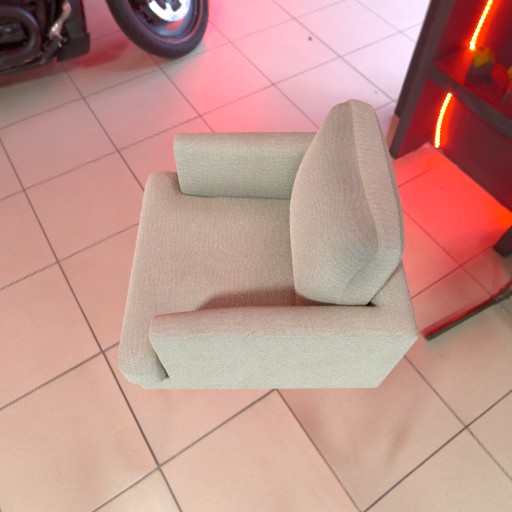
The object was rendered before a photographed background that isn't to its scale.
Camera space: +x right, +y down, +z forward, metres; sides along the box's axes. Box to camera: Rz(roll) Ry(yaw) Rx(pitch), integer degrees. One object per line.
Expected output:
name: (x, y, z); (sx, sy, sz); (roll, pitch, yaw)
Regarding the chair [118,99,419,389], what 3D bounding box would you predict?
chair: (0.000, 0.000, 1.612); (0.899, 0.957, 0.858); (0, 58, 0)
